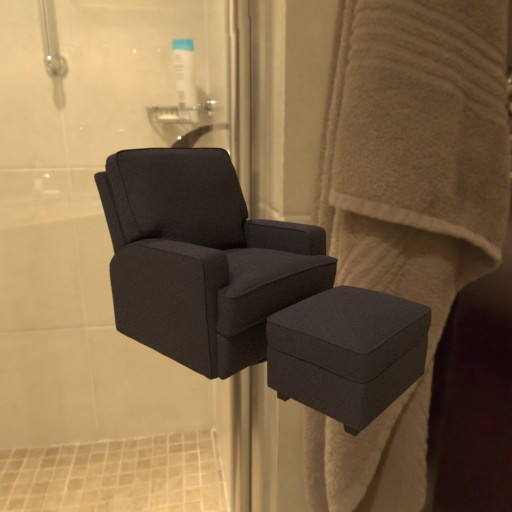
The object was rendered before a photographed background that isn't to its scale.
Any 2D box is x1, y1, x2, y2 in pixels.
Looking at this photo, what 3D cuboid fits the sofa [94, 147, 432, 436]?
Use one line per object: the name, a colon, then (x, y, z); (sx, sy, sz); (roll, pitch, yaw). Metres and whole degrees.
sofa: (0.000, 0.000, 2.038); (1.472, 0.959, 0.861); (13, 20, 41)
